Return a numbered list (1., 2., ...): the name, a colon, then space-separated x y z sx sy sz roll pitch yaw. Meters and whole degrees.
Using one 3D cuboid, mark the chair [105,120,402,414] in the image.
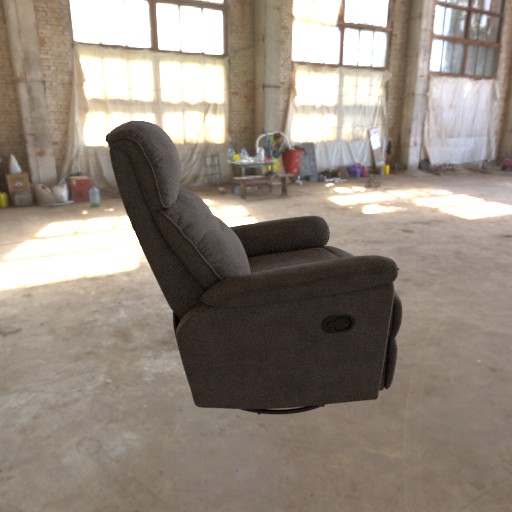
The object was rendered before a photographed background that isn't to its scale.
1. chair: 0.000 0.000 1.773 1.009 1.036 0.830 -3 17 -10
